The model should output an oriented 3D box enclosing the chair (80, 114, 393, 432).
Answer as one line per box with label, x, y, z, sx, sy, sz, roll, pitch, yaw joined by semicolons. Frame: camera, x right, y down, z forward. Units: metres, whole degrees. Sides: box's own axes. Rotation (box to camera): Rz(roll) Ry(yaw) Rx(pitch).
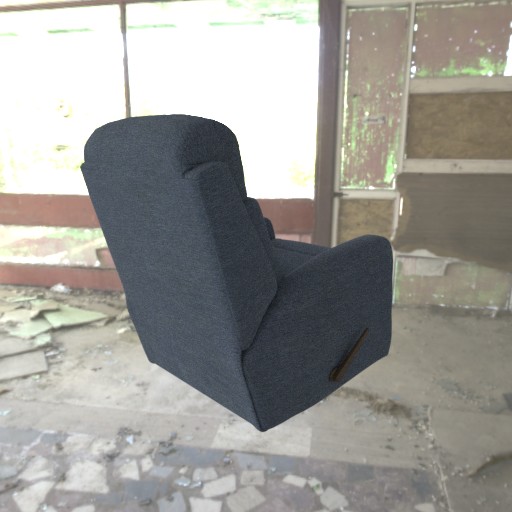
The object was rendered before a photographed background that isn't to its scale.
chair;0.000;0.000;1.715;1.043;1.013;0.798;-14;20;-43
